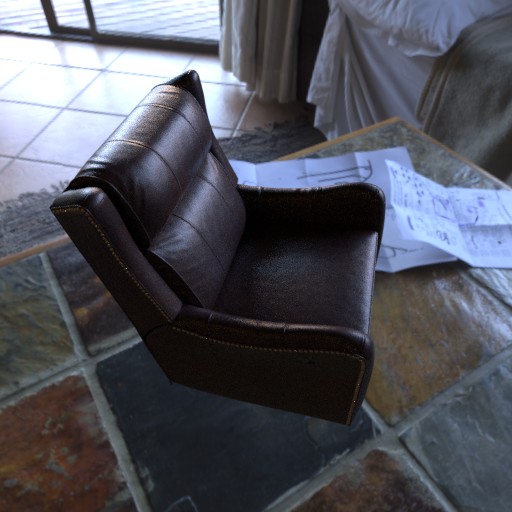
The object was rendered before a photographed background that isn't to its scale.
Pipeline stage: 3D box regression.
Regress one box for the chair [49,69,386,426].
[{"bbox_3d":[0.000,0.000,1.769,1.008,1.084,0.869,10,47,10],"label":"chair"}]
